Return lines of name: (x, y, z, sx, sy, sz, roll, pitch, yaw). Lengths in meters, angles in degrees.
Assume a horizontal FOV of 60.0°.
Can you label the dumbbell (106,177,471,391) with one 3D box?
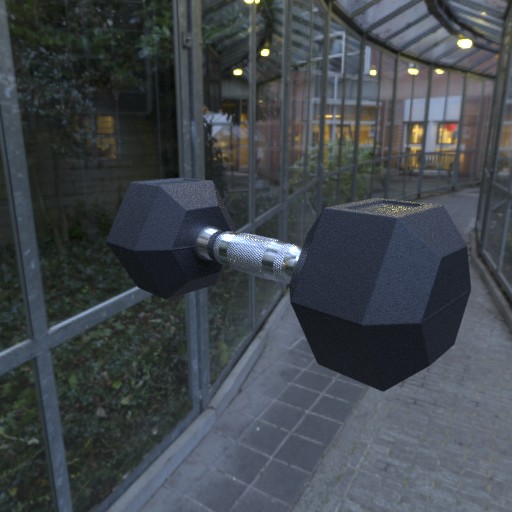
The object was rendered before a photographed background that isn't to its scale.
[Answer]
dumbbell: (0.000, 0.000, 0.316, 0.272, 0.092, 0.106, 14, 21, 42)
